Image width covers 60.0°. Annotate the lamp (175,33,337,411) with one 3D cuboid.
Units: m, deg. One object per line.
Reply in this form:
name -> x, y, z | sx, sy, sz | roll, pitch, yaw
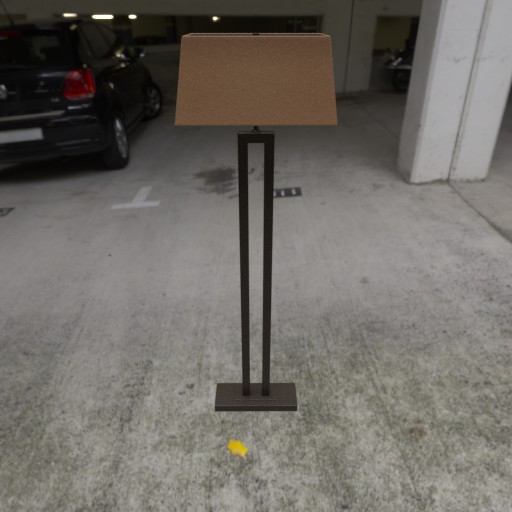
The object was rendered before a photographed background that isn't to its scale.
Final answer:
lamp -> 0.000, 0.000, 1.634 | 0.475, 1.469, 0.233 | 0, 29, 0
